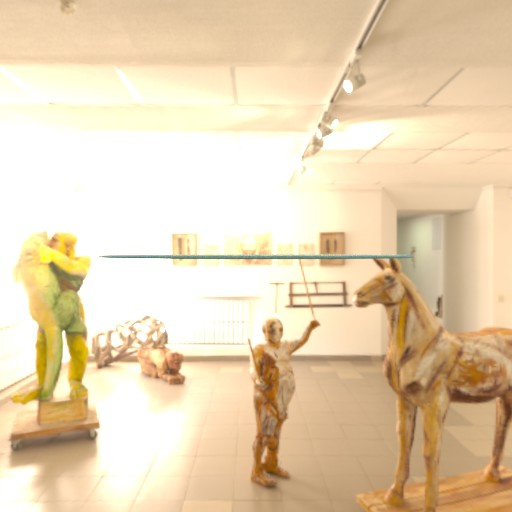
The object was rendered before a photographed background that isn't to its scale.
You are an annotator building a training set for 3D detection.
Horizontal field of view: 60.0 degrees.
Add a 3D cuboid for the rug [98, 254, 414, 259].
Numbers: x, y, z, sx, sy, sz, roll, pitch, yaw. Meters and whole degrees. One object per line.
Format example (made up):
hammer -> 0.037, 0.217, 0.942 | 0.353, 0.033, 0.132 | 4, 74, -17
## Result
rug -> 0.000, 0.000, 2.375 | 1.593, 0.012, 1.593 | 0, 0, 0
